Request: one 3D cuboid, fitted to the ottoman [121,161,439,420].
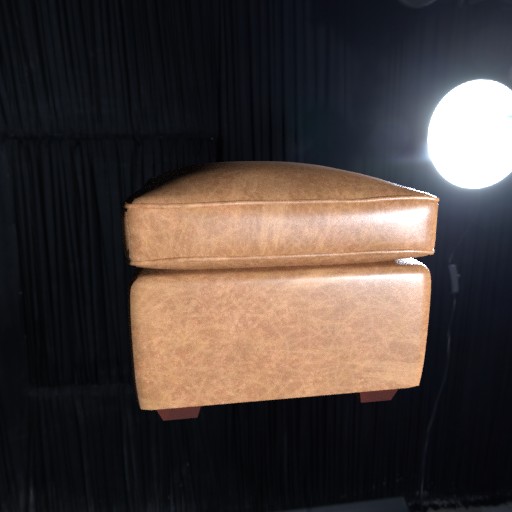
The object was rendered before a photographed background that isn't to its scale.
[{"bbox_3d":[0.000,0.000,1.119,0.554,0.468,0.756,-2,13,-9],"label":"ottoman"}]
